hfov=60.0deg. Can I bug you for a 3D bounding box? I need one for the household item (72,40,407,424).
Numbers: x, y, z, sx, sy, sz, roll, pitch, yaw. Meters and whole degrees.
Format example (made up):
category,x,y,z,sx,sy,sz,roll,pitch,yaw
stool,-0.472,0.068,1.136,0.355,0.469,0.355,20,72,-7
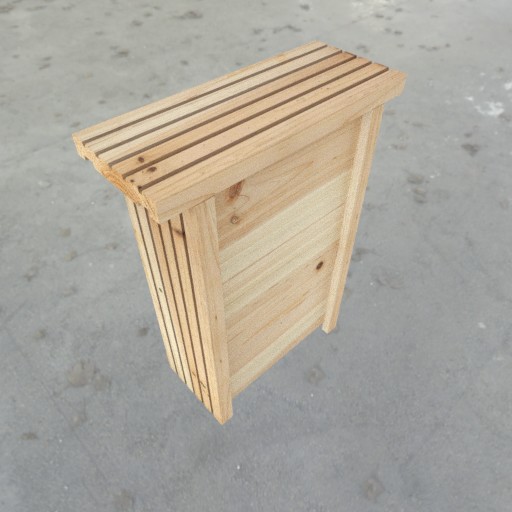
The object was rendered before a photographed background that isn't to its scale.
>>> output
category,x,y,z,sx,sy,sz,roll,pitch,yaw
household item,0.000,0.000,0.551,0.301,0.407,0.123,-34,55,-28
